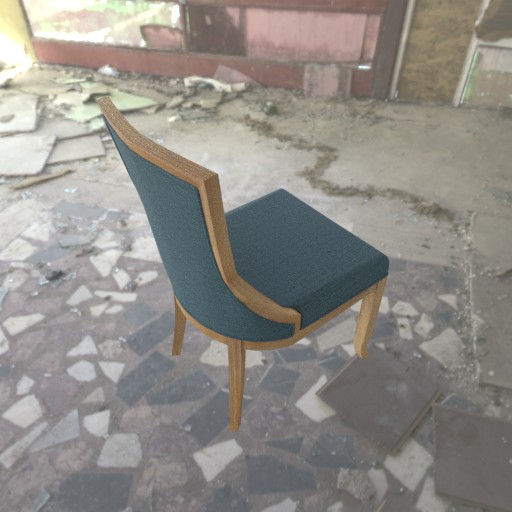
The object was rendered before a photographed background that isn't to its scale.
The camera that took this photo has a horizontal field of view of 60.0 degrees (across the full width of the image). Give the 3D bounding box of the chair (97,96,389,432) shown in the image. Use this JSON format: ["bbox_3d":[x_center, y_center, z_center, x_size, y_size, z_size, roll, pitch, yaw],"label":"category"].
[{"bbox_3d":[0.000,0.000,1.321,0.641,0.947,0.524,-27,47,-28],"label":"chair"}]
